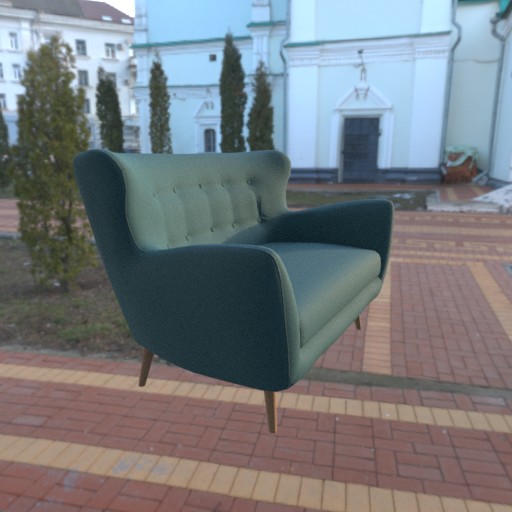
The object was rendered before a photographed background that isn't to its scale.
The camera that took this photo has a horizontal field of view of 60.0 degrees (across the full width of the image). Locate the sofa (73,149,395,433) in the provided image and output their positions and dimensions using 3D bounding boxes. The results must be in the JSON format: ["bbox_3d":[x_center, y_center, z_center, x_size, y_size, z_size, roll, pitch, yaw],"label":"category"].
[{"bbox_3d":[0.000,0.000,1.904,0.889,0.889,1.397,7,15,28],"label":"sofa"}]
